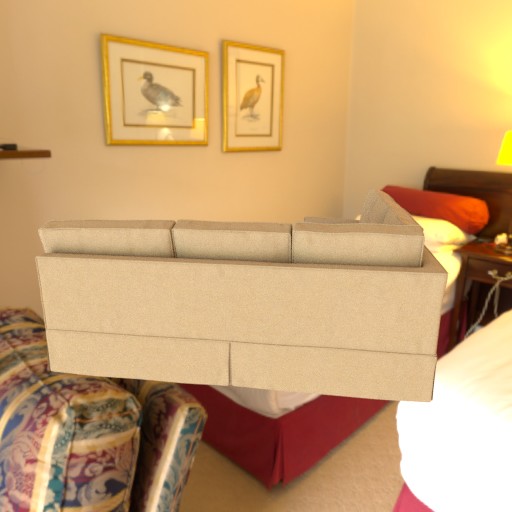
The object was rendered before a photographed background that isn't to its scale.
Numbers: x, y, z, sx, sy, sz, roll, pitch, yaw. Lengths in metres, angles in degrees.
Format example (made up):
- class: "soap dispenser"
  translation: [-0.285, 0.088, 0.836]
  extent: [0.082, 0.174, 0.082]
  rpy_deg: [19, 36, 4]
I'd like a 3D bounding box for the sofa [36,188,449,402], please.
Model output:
- class: "sofa"
  translation: [0.000, 0.000, 4.185]
  extent: [2.733, 1.124, 2.730]
  rpy_deg: [2, 16, 8]
